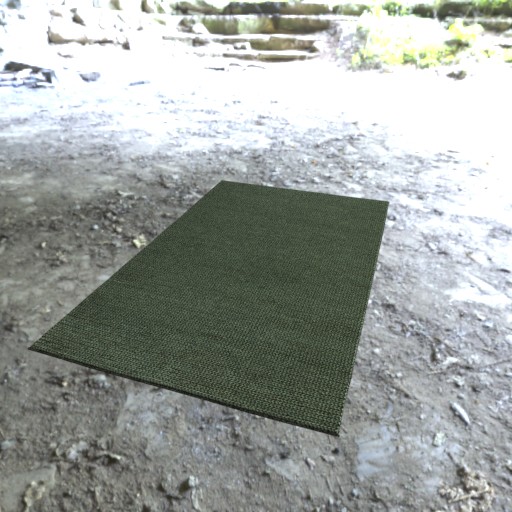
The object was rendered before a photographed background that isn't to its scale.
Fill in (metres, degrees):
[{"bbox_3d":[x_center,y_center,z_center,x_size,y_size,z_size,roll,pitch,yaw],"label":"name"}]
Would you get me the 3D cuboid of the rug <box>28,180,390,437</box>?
[{"bbox_3d":[0.000,0.000,2.947,1.538,0.021,2.443,10,32,16],"label":"rug"}]
